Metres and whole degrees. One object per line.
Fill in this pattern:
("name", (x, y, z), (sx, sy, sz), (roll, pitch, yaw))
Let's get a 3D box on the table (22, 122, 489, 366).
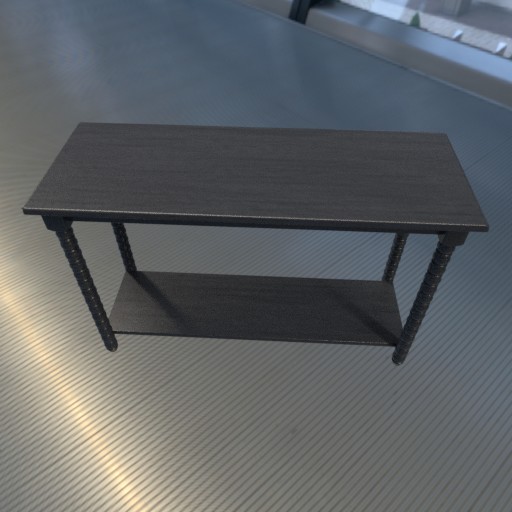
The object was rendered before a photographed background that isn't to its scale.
("table", (0.000, 0.000, 1.530), (1.184, 0.735, 0.459), (2, 46, 2))
